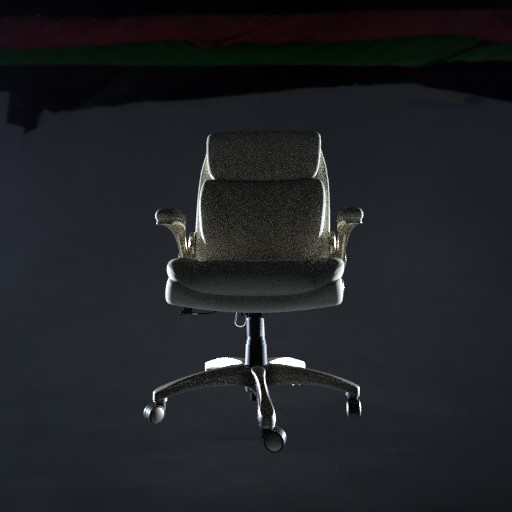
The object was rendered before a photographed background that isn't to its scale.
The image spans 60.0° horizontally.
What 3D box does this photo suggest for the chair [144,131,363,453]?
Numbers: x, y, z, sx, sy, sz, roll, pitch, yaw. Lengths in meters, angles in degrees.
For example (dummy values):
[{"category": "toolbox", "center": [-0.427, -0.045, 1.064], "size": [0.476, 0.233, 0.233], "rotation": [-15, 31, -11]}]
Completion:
[{"category": "chair", "center": [0.000, 0.000, 1.630], "size": [0.740, 1.110, 0.794], "rotation": [0, -1, 0]}]
